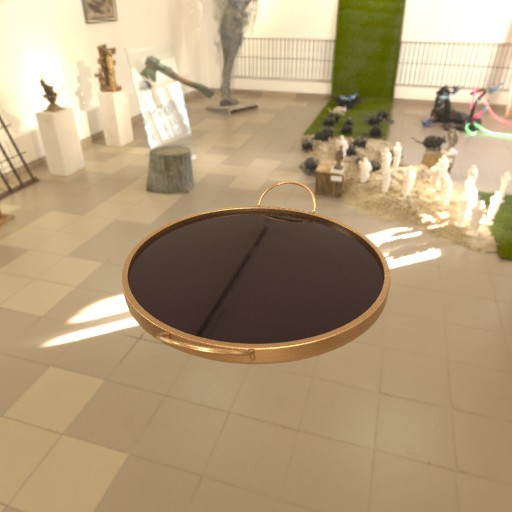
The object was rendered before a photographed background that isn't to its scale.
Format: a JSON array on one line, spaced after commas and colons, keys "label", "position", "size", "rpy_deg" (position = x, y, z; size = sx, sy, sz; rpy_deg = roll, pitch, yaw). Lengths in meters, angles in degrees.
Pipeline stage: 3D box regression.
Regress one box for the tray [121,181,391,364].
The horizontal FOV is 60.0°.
[{"label": "tray", "position": [0.000, 0.000, 0.742], "size": [0.438, 0.069, 0.543], "rpy_deg": [9, 32, 14]}]
